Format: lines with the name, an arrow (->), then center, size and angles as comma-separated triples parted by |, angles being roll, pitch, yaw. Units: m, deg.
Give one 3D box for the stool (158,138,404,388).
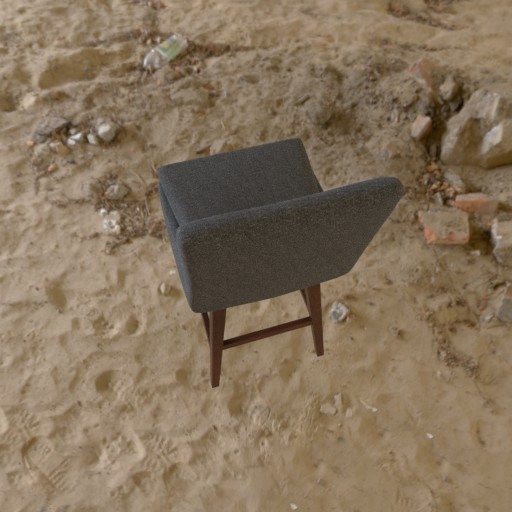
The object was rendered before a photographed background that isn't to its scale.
stool -> 0.000, 0.000, 1.380 | 0.489, 1.068, 0.572 | -14, 58, -9
